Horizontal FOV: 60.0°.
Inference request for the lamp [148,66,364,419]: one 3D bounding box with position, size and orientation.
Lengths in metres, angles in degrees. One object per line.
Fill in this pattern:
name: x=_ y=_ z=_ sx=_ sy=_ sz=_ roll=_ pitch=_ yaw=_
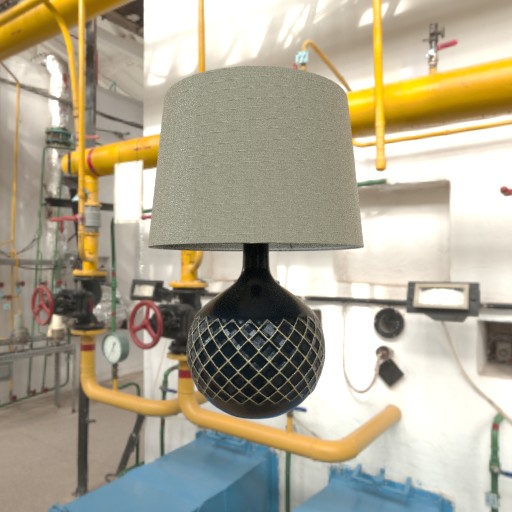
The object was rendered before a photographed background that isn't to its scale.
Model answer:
lamp: x=0.000 y=0.000 z=0.793 sx=0.376 sy=0.540 sz=0.376 roll=0 pitch=-1 yaw=0
